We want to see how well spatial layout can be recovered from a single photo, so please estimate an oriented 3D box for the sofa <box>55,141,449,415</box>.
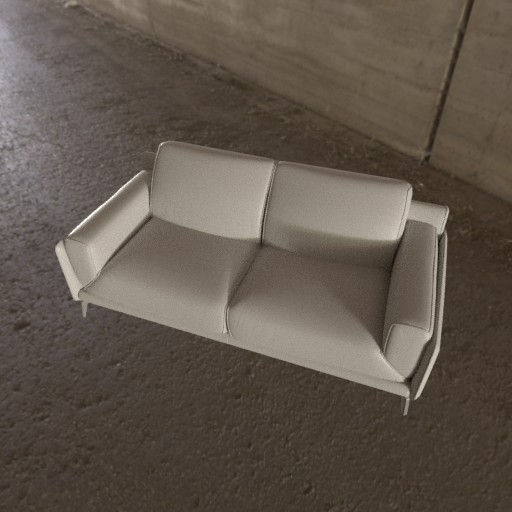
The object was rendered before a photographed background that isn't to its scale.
[{"bbox_3d":[0.000,0.000,2.634,2.101,0.930,1.049,13,42,15],"label":"sofa"}]
